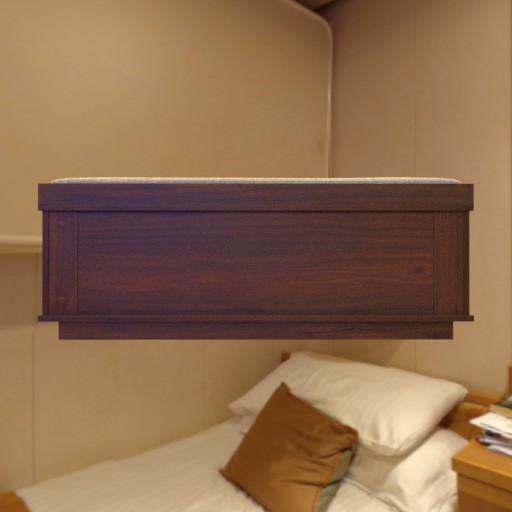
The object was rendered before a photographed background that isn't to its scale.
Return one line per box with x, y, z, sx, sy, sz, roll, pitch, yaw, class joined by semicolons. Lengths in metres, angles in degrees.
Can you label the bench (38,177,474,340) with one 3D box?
0.000;0.000;1.400;1.196;0.468;0.367;0;0;0;bench
